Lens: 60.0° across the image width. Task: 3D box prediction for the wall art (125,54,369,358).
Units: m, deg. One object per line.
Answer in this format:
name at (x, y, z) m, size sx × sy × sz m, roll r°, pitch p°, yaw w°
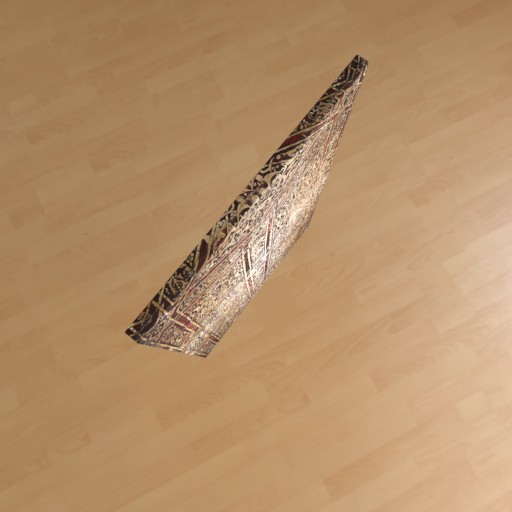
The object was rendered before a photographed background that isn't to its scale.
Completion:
wall art at (0.000, 0.000, 0.757) m, size 0.020 × 0.599 × 0.397 m, roll 37°, pitch 79°, yaw 9°
